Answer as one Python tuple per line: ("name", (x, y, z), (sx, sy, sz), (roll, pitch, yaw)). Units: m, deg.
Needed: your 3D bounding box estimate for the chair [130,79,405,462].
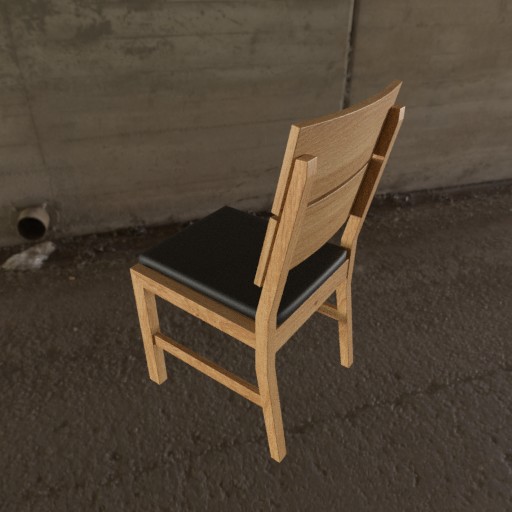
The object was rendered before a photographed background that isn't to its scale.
("chair", (0.000, 0.000, 1.284), (0.569, 0.950, 0.475), (21, 38, 30))
